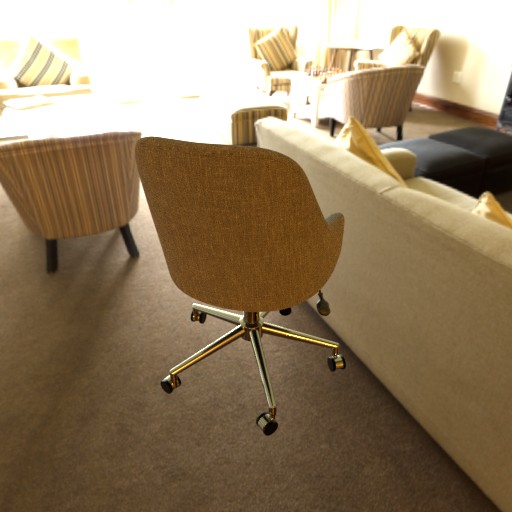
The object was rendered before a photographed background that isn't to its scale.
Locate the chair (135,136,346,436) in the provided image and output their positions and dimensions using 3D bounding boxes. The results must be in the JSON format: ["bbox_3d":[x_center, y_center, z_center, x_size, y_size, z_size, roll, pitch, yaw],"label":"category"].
[{"bbox_3d":[0.000,0.000,1.467,0.671,0.950,0.712,10,33,16],"label":"chair"}]
